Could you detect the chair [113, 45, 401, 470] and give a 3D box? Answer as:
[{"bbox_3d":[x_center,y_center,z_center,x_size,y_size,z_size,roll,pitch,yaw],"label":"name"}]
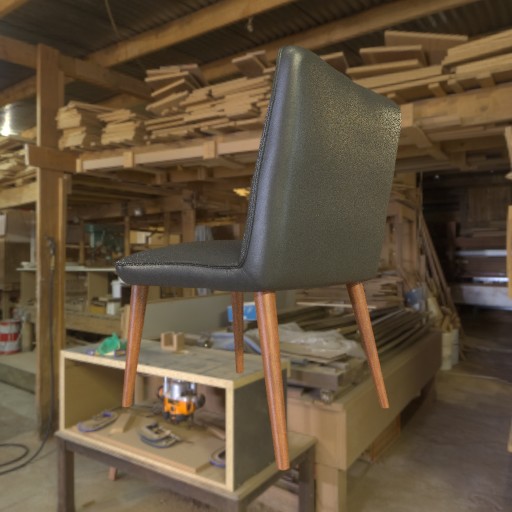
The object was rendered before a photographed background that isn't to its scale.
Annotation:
[{"bbox_3d":[0.000,0.000,1.176,0.645,0.801,0.543,0,0,37],"label":"chair"}]
